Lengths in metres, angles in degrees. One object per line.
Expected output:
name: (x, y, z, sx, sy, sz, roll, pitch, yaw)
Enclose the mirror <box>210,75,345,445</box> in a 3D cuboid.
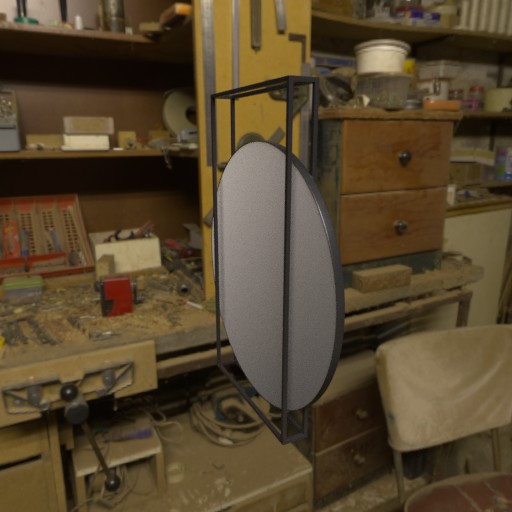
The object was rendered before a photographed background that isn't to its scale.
mirror: (0.000, 0.000, 0.843, 0.051, 0.603, 0.508, -7, 16, -25)
